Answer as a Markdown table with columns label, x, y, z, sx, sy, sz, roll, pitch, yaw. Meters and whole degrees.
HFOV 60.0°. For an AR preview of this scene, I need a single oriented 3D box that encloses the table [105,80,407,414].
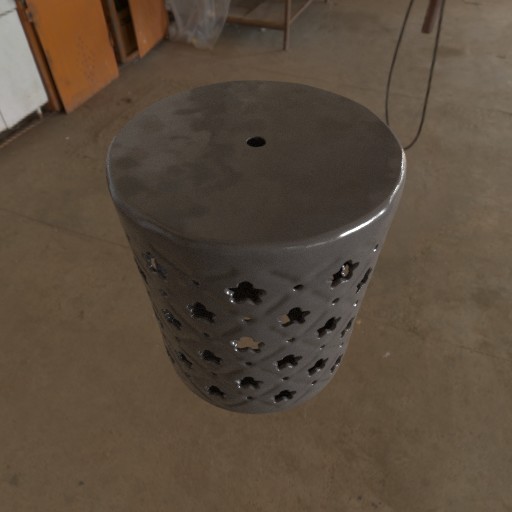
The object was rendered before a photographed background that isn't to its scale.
| label | x | y | z | sx | sy | sz | roll | pitch | yaw |
| --- | --- | --- | --- | --- | --- | --- | --- | --- | --- |
| table | 0.000 | 0.000 | 0.657 | 0.352 | 0.387 | 0.352 | 0 | 46 | 0 |
